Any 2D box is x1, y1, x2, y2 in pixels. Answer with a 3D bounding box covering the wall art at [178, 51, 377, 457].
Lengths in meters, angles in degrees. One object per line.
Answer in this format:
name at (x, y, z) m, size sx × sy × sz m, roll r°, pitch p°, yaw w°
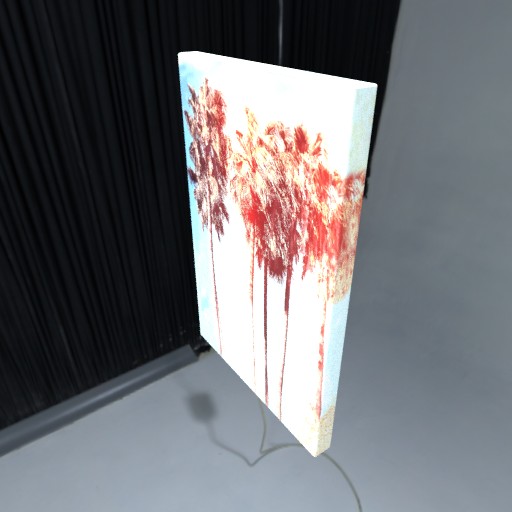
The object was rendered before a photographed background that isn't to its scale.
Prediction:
wall art at (0.000, 0.000, 0.764) m, size 0.038 × 0.610 × 0.401 m, roll -20°, pitch 36°, yaw -30°
